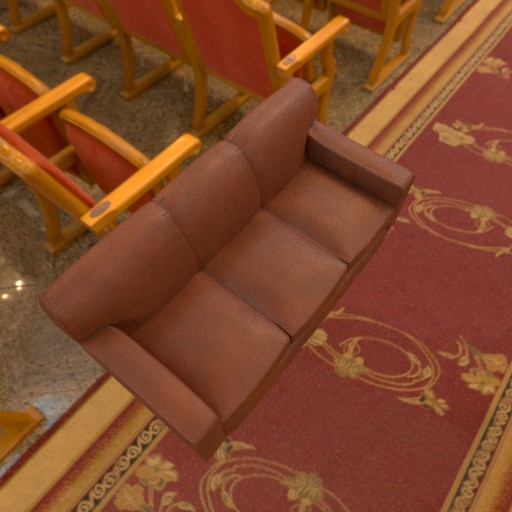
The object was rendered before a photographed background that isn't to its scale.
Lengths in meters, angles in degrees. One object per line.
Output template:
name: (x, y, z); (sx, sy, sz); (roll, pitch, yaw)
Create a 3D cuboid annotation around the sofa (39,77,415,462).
sofa: (0.000, 0.000, 2.609); (1.008, 0.953, 2.039); (34, 64, 19)
